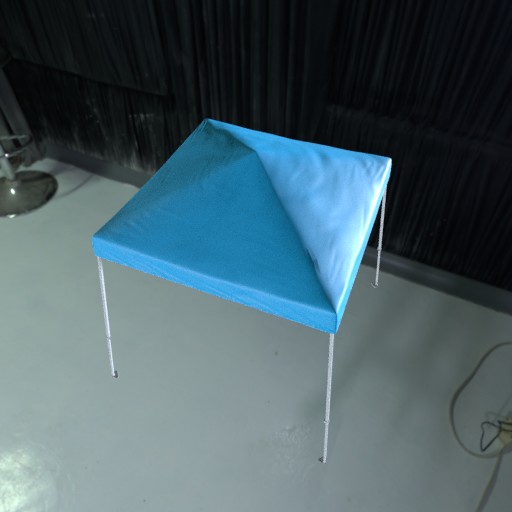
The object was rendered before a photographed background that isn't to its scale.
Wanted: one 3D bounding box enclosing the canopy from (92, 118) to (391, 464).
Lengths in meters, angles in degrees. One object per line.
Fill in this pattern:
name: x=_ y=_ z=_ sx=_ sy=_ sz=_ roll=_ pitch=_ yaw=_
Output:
canopy: x=0.000 y=0.000 z=5.209 sx=2.848 sy=2.849 sz=2.849 roll=17 pitch=48 yaw=15
